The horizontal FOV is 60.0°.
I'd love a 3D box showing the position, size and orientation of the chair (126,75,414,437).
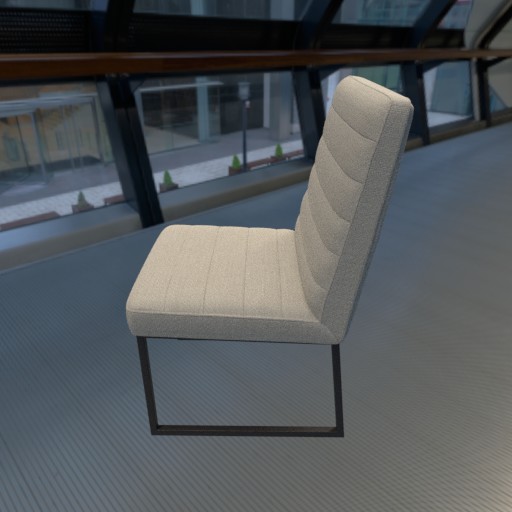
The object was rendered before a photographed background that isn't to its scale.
[{"bbox_3d":[0.000,0.000,1.270,0.634,0.930,0.520,0,27,1],"label":"chair"}]
